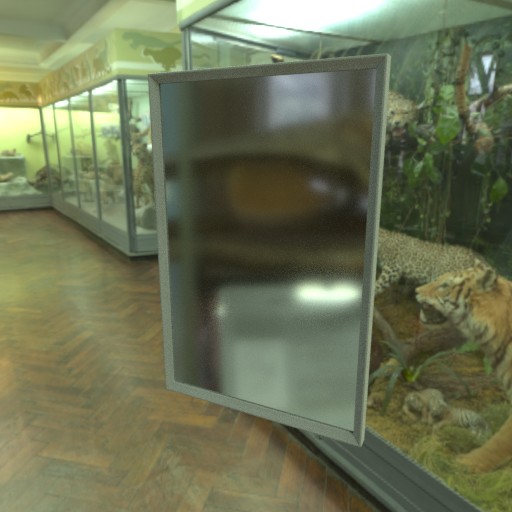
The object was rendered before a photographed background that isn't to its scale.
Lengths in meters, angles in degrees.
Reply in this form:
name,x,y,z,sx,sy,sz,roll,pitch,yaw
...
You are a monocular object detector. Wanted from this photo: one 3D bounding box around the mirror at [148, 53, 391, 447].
name,x,y,z,sx,sy,sz,roll,pitch,yaw
mirror,0.000,0.000,1.148,0.609,0.915,0.041,7,16,26
